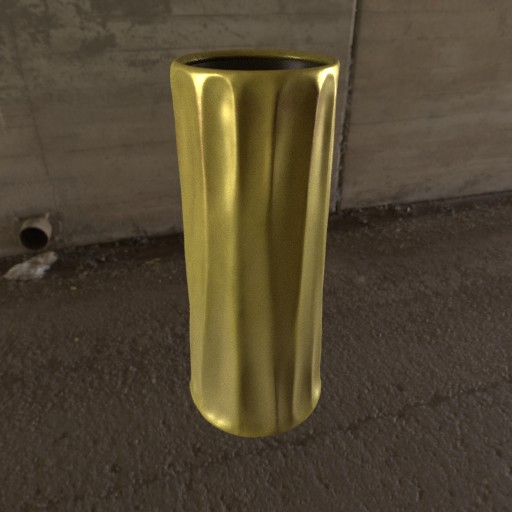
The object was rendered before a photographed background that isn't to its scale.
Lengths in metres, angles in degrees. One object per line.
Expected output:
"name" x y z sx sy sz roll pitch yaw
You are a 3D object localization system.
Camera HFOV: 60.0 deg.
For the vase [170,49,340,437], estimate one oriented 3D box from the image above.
"vase" 0.000 0.000 0.174 0.061 0.143 0.061 0 31 0
